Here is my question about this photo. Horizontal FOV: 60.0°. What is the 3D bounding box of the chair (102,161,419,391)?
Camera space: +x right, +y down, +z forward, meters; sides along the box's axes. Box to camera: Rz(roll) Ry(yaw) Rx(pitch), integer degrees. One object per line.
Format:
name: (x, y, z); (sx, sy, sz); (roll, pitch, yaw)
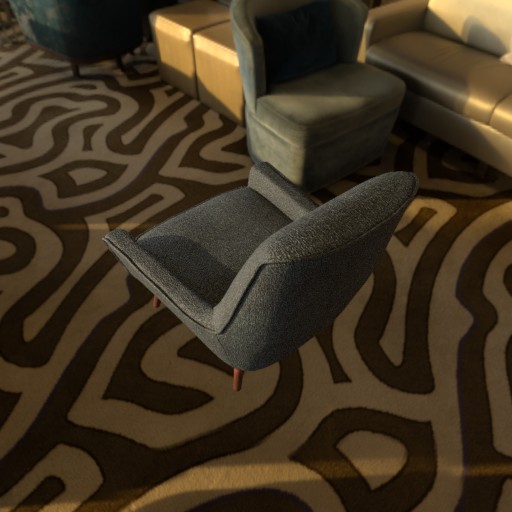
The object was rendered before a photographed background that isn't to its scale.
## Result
chair: (0.000, 0.000, 1.543); (0.763, 0.883, 0.859); (-30, 53, -26)
